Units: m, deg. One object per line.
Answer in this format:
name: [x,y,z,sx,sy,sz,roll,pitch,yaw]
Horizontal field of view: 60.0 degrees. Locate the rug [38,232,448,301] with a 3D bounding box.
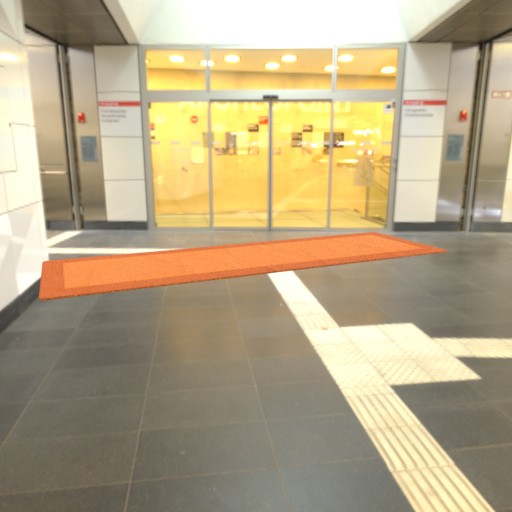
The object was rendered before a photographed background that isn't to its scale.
rug: [0.000,0.000,2.764,2.471,0.013,0.914,-7,15,-27]
